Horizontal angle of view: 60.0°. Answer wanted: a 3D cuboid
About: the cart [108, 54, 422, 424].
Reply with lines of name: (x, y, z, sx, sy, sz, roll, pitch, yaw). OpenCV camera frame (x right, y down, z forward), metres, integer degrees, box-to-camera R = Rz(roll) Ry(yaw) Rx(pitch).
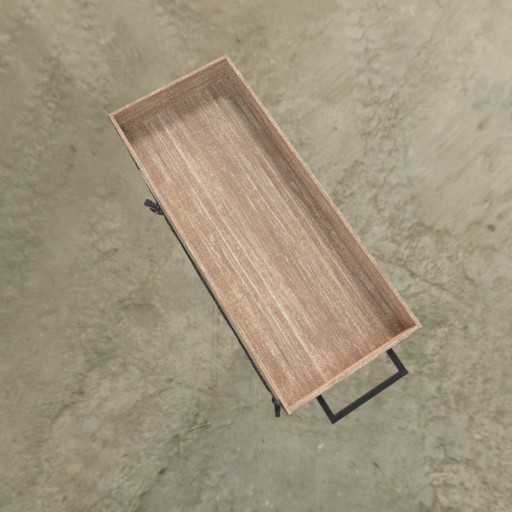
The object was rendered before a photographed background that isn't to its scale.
cart: (0.000, 0.000, 1.568, 0.500, 0.787, 1.101, -31, 76, -8)
